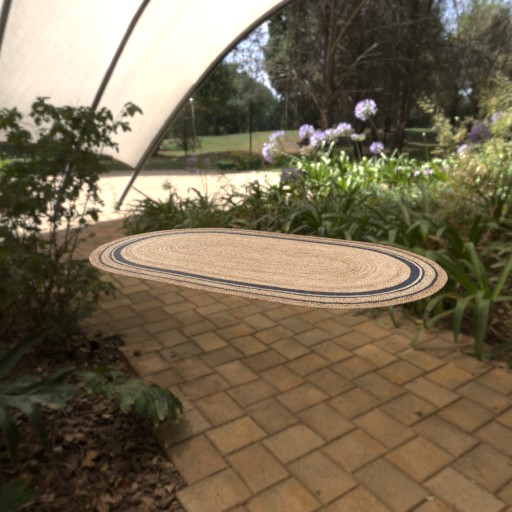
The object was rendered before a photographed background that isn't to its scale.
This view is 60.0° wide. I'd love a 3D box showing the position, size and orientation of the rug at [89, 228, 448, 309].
[{"bbox_3d":[0.000,0.000,3.047,2.432,0.006,1.520,8,17,26],"label":"rug"}]
